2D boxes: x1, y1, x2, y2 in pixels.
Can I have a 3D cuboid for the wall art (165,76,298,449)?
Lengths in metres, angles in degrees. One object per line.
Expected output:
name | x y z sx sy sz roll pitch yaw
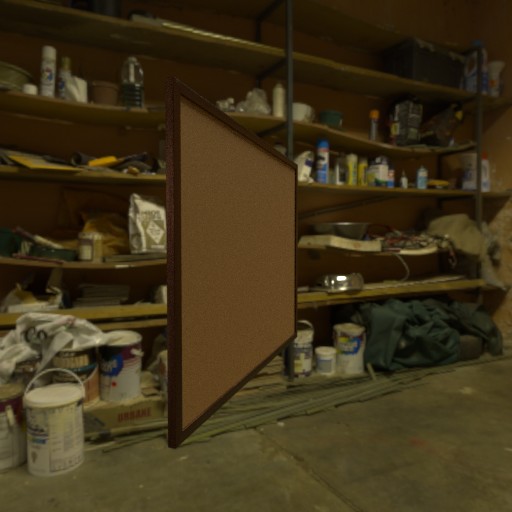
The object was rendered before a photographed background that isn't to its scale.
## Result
wall art | 0.000 0.000 1.053 0.014 0.559 0.816 1 2 18
